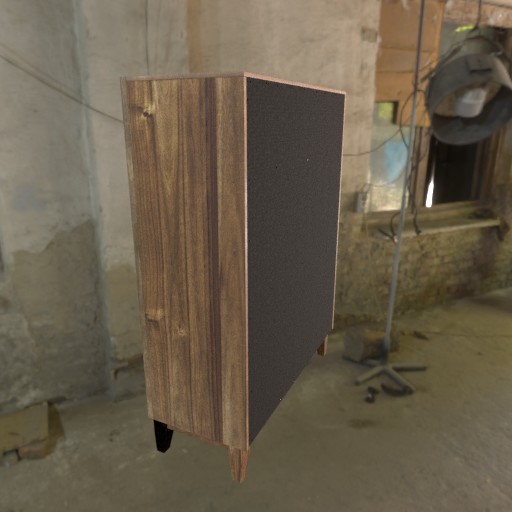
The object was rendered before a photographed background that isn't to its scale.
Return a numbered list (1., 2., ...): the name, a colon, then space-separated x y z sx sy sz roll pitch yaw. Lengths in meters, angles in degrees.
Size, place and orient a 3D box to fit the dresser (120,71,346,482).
1. dresser: 0.000 0.000 1.938 0.442 1.393 1.062 8 19 24
